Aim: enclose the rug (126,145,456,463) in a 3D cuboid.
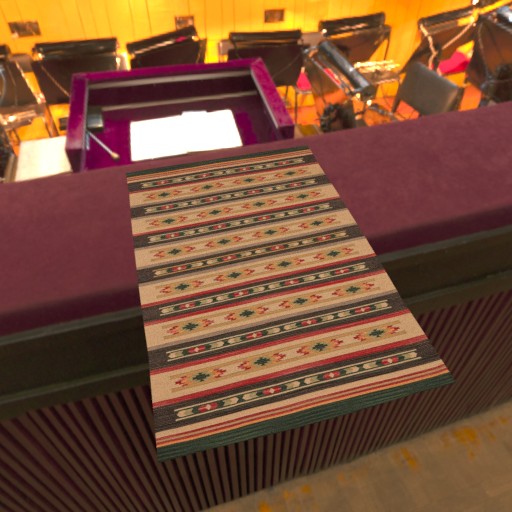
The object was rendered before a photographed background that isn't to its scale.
[{"bbox_3d":[0.000,0.000,2.312,1.221,0.009,1.825,-11,48,-10],"label":"rug"}]
